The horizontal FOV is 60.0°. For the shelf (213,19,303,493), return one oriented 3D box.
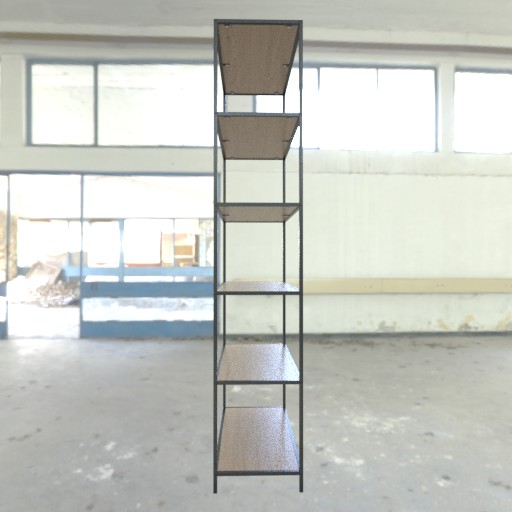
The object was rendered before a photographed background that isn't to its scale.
[{"bbox_3d":[0.000,0.000,2.116,0.350,1.850,0.770,0,0,-1],"label":"shelf"}]
